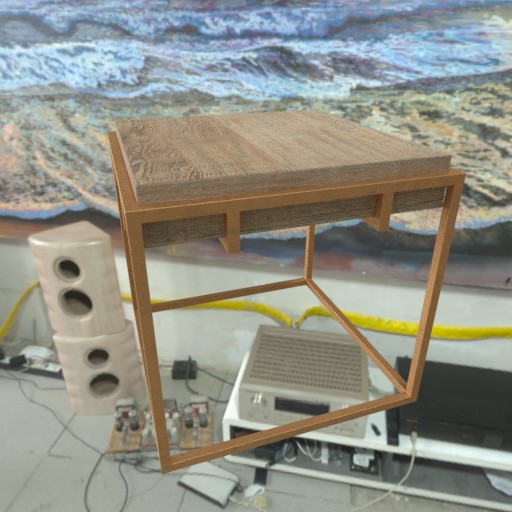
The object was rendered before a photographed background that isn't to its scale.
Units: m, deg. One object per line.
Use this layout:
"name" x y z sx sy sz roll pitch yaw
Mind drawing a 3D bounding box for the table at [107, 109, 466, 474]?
"table" 0.000 0.000 1.086 0.599 0.584 0.599 -9 28 -17
